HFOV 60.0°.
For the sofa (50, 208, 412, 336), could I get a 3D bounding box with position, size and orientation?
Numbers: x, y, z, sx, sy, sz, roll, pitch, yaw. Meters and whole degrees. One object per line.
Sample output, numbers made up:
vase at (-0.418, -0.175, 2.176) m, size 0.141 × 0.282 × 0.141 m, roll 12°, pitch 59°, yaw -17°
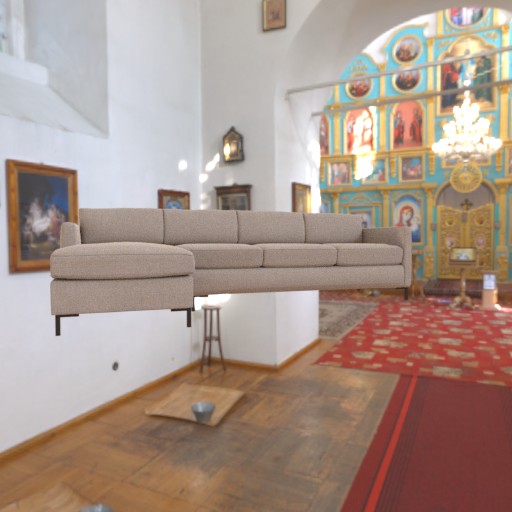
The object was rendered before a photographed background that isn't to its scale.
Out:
sofa at (0.000, 0.000, 3.572) m, size 2.923 × 0.816 × 1.469 m, roll -1°, pitch 2°, yaw -20°
